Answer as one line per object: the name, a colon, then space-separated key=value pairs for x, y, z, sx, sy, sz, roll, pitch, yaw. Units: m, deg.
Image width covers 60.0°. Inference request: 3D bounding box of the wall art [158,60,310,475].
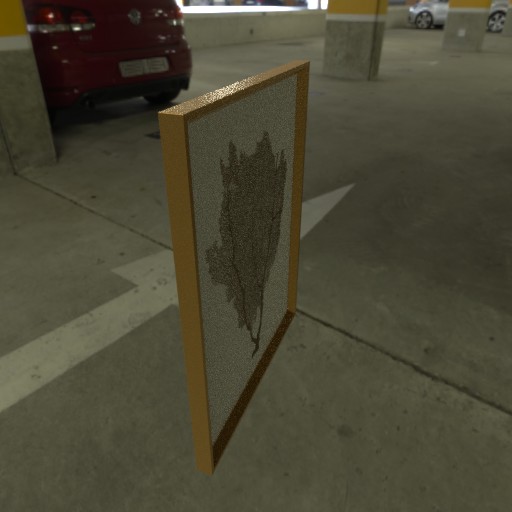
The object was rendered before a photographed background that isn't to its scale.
wall art: x=0.000 y=0.000 z=1.017 sx=0.038 sy=0.762 sz=0.610 roll=11 pitch=32 yaw=19
